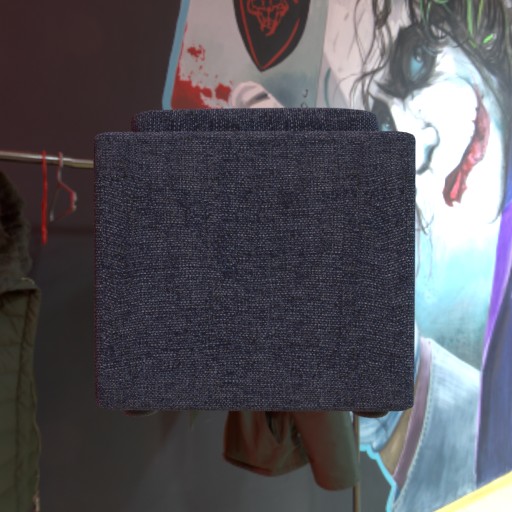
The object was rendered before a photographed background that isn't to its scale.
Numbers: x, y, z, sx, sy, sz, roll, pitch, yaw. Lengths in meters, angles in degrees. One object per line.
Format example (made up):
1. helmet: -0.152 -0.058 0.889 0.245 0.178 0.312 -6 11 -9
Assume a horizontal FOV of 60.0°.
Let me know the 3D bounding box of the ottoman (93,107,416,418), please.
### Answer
1. ottoman: 0.000 0.000 0.828 0.450 0.460 0.450 0 1 1
